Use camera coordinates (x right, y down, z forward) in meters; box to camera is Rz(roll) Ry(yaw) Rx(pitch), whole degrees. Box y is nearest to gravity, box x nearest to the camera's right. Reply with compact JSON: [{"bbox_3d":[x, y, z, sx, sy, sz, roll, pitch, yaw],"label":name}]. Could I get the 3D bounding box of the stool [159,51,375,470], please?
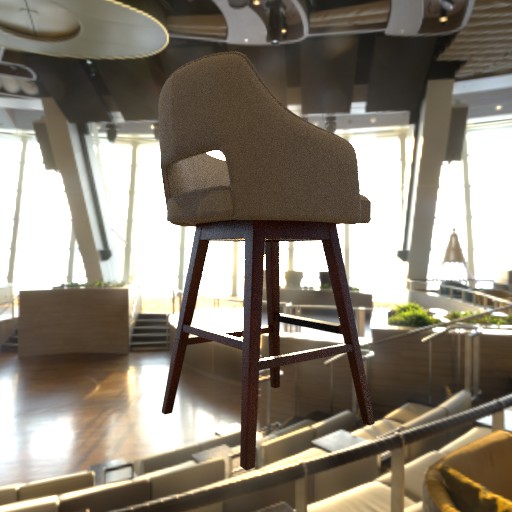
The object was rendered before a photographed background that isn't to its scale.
[{"bbox_3d":[0.000,0.000,1.357,0.558,1.012,0.548,-1,1,-37],"label":"stool"}]
